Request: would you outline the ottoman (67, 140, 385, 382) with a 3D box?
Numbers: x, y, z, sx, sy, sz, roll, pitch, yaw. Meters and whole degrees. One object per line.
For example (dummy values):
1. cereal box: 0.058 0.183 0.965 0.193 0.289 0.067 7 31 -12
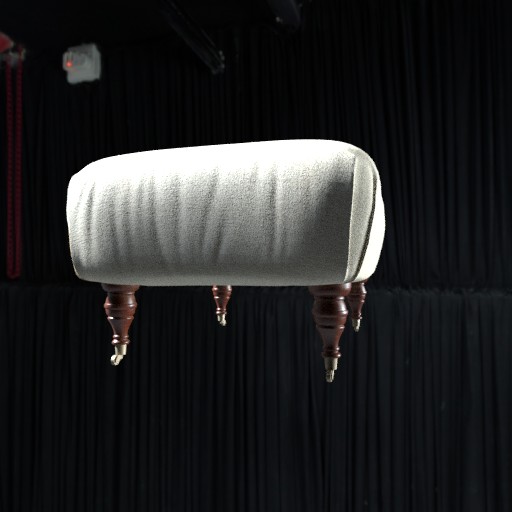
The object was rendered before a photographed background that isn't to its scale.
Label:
1. ottoman: 0.000 0.000 1.127 0.622 0.450 0.747 0 -1 17
